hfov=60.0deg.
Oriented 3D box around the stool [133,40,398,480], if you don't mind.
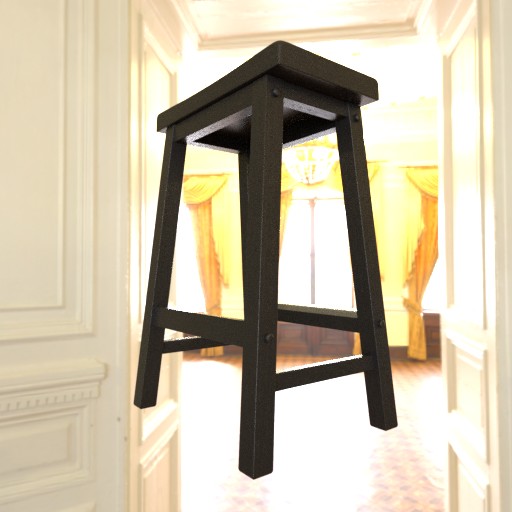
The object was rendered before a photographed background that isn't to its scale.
[{"bbox_3d":[0.000,0.000,0.854,0.322,0.610,0.406,1,-2,-38],"label":"stool"}]
